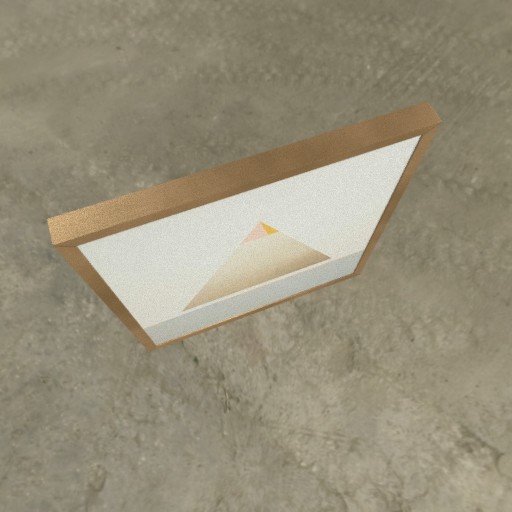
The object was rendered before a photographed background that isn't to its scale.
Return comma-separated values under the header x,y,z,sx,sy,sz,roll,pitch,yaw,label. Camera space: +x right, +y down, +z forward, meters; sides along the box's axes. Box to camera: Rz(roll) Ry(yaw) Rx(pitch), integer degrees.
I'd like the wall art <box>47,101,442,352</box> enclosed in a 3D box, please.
x,y,z,sx,sy,sz,roll,pitch,yaw,label
0.000,0.000,0.784,0.513,0.511,0.038,-19,66,-9,wall art
